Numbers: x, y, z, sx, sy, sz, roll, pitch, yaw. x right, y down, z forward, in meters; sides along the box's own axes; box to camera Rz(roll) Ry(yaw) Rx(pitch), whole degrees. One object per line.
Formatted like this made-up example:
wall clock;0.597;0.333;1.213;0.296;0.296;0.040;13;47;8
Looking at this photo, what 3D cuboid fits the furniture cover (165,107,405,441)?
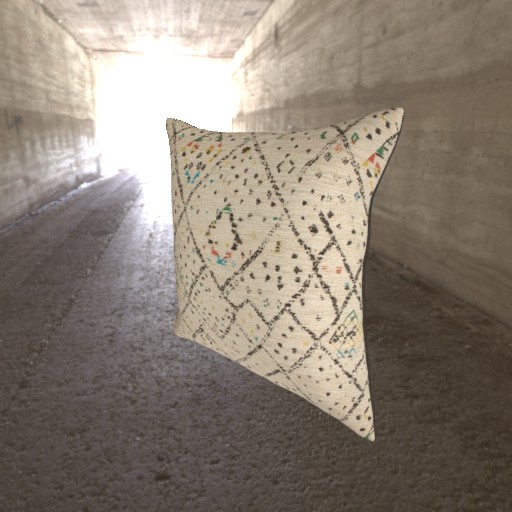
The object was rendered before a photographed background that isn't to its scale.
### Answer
furniture cover;0.000;0.000;0.802;0.525;0.498;0.180;16;23;42
